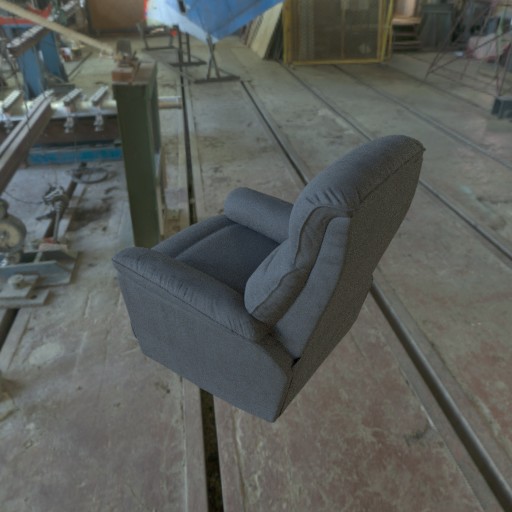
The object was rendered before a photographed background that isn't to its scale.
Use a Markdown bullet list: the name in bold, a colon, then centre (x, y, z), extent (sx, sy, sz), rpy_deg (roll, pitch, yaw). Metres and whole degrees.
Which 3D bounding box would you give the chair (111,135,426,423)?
- **chair**: centre (0.000, 0.000, 1.774), extent (1.004, 1.037, 0.820), rpy_deg (21, 38, 29)
